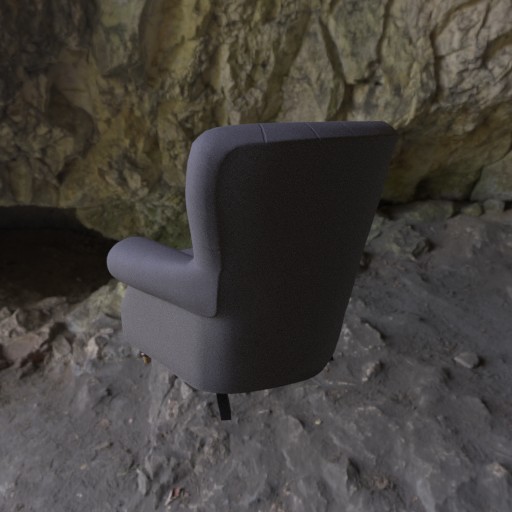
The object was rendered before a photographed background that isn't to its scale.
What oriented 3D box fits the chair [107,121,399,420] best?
[{"bbox_3d":[0.000,0.000,1.786,0.983,1.046,0.983,-16,23,-40],"label":"chair"}]
